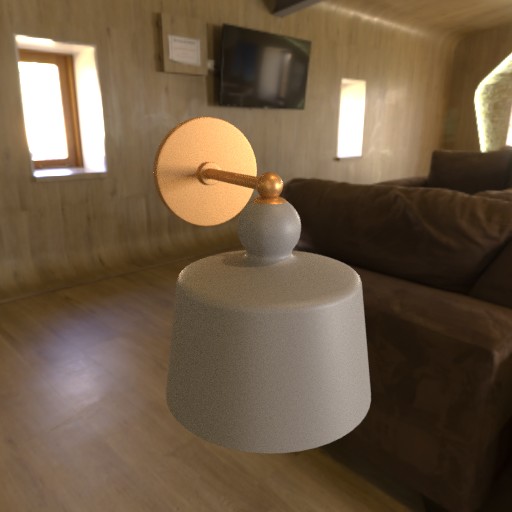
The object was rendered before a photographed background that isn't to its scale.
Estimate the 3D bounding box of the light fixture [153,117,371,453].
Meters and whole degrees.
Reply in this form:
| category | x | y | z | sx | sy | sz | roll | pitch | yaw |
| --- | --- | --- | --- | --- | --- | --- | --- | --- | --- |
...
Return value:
| category | x | y | z | sx | sy | sz | roll | pitch | yaw |
| --- | --- | --- | --- | --- | --- | --- | --- | --- | --- |
| light fixture | 0.000 | 0.000 | 0.438 | 0.204 | 0.268 | 0.254 | -8 | 18 | -27 |
